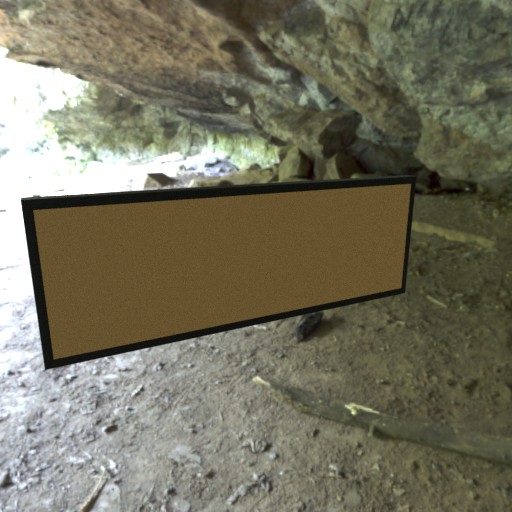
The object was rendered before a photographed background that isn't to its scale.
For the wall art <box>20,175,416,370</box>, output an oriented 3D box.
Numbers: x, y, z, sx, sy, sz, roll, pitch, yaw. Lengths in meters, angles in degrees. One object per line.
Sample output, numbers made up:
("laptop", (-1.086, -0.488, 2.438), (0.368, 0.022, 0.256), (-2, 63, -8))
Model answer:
("wall art", (0.000, 0.000, 0.950), (0.860, 0.303, 0.037), (-8, 17, -26))
